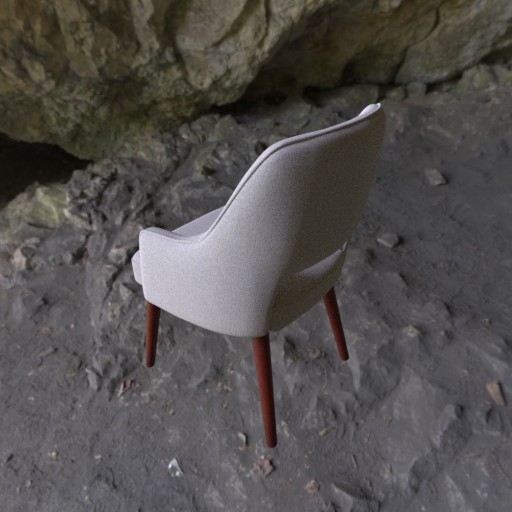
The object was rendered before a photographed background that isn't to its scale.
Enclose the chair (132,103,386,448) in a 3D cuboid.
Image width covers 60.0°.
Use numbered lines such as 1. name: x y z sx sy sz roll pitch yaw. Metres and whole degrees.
1. chair: 0.000 0.000 1.247 0.580 0.840 0.560 22 37 32
